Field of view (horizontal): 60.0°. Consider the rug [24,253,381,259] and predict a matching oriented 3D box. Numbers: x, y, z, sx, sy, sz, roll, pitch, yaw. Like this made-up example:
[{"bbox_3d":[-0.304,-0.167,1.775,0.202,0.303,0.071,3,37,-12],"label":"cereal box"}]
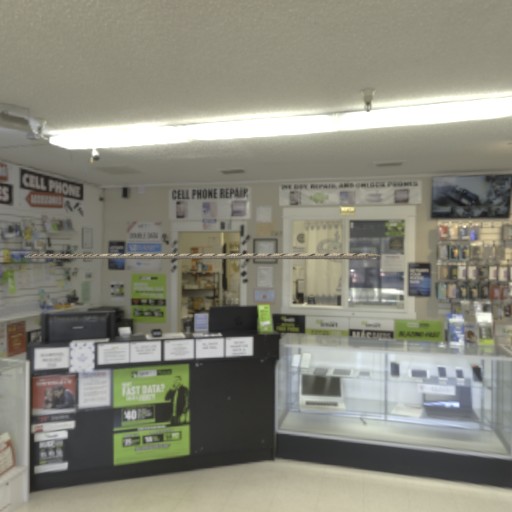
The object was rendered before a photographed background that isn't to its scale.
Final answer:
[{"bbox_3d":[0.000,0.000,2.329,1.237,0.019,1.842,0,0,17],"label":"rug"}]
